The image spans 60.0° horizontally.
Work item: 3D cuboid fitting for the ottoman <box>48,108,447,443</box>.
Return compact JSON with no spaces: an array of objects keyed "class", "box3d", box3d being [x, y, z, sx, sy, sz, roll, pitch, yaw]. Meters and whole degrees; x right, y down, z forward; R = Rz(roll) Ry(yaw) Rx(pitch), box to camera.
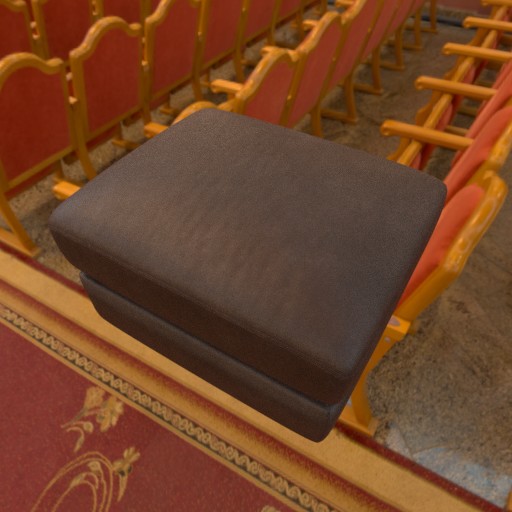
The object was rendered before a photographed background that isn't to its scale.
[{"class":"ottoman","box3d":[0.000,0.000,1.234,0.806,0.569,0.670,24,50,22]}]
